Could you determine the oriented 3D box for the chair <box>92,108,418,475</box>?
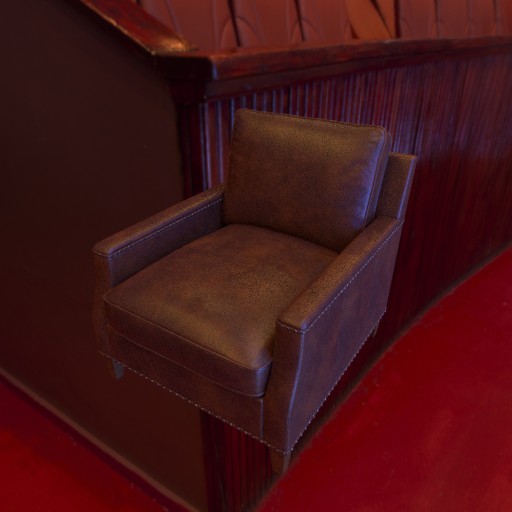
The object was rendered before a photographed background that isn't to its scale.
[{"bbox_3d":[0.000,0.000,1.708,0.853,0.929,1.014,17,33,29],"label":"chair"}]
